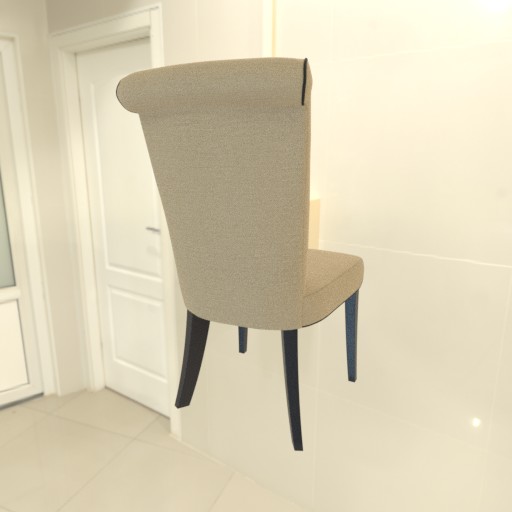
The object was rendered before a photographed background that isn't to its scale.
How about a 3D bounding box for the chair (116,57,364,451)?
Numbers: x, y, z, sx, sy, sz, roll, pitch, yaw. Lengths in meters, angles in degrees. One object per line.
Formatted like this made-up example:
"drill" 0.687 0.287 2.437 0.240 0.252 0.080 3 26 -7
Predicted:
"chair" 0.000 0.000 1.328 0.522 0.997 0.623 8 16 28
